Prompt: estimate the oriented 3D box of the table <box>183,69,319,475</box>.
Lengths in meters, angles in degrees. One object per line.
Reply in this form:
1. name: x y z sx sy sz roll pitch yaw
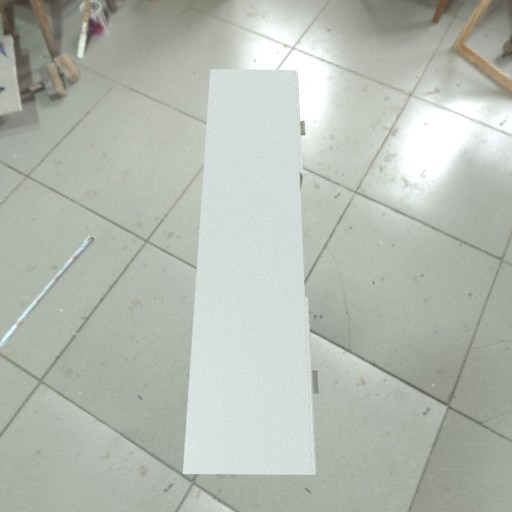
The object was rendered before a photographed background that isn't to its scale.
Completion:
1. table: 0.000 0.000 1.764 0.400 0.440 1.550 0 65 0
